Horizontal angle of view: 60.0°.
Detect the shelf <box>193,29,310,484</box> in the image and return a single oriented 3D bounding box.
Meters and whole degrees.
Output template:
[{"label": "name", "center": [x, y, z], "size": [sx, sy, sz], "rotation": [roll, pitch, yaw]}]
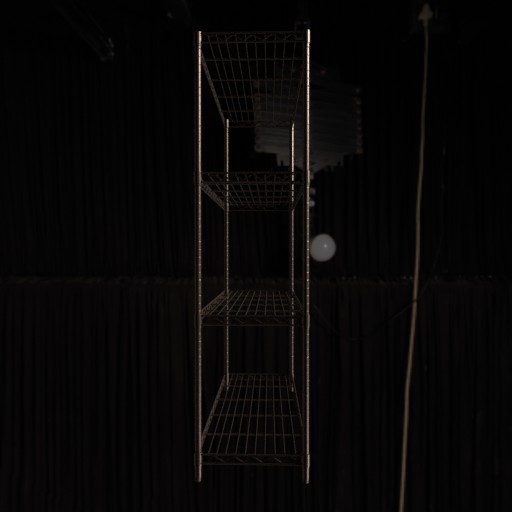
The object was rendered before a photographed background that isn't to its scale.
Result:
[{"label": "shelf", "center": [0.000, 0.000, 1.783], "size": [0.352, 1.361, 0.907], "rotation": [0, 0, 2]}]
